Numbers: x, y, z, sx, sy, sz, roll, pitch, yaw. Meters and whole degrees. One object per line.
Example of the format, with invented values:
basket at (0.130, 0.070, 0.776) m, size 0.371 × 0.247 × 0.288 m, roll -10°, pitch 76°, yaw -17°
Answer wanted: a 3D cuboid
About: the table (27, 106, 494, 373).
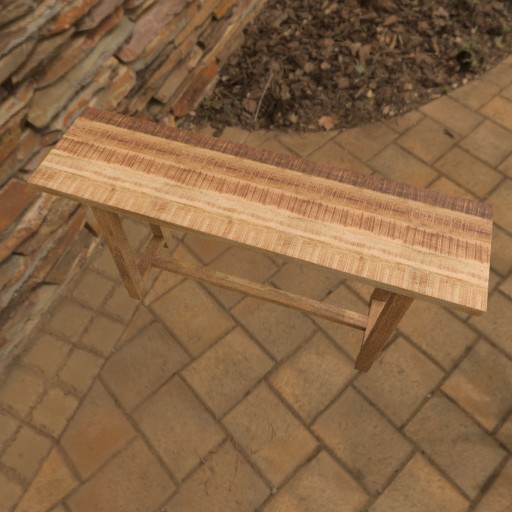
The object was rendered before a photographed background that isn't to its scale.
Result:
table at (0.000, 0.000, 1.838) m, size 1.524 × 0.810 × 0.405 m, roll 16°, pitch 60°, yaw 10°
